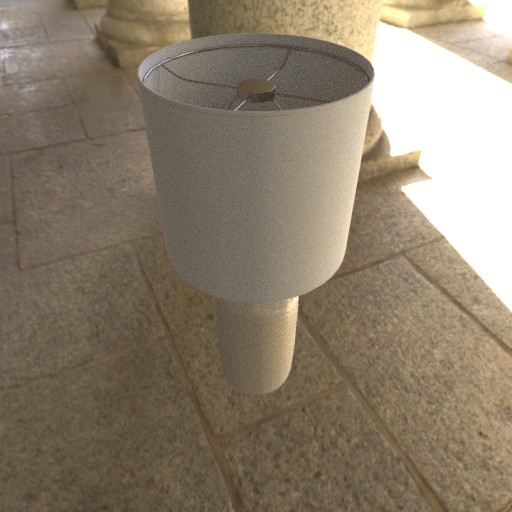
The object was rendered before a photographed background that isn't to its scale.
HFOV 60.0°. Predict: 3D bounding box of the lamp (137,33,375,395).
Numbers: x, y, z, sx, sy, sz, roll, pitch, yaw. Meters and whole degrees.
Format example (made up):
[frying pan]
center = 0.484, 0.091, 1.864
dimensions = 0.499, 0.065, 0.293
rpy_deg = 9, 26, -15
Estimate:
[lamp]
center = 0.000, 0.000, 0.572
dimensions = 0.220, 0.475, 0.220
rpy_deg = 25, 47, 26
